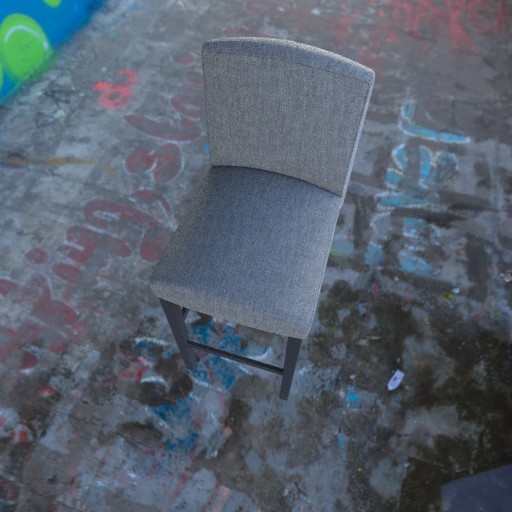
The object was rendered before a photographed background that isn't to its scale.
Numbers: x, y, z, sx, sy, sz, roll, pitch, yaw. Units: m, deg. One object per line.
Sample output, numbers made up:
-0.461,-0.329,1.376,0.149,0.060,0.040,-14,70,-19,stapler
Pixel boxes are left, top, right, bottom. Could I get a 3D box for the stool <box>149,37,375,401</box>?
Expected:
0.000,0.000,1.413,0.451,1.138,0.552,15,58,9,stool
